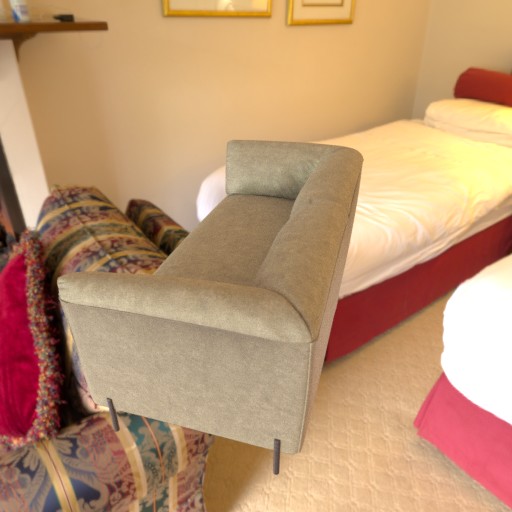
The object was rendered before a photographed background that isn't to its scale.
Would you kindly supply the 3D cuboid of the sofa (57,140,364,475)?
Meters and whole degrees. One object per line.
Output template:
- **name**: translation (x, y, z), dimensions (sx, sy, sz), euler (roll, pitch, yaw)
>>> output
- **sofa**: translation (0.000, 0.000, 2.311), dimensions (0.905, 0.747, 1.878), euler (8, 31, 14)
